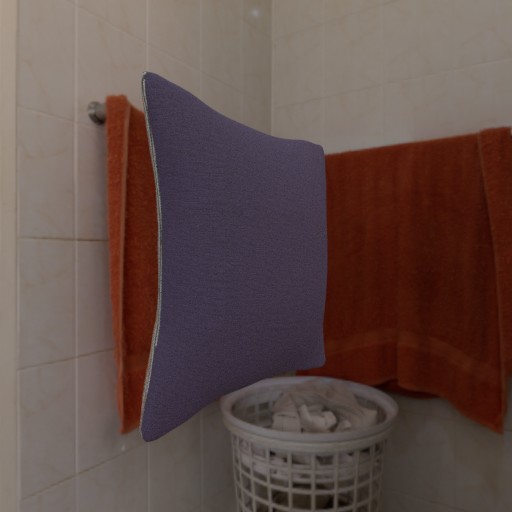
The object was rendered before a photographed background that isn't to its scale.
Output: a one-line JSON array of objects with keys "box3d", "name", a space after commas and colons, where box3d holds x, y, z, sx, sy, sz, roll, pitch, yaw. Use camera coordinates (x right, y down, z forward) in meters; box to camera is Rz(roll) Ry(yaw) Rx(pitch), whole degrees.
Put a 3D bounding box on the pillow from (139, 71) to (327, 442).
[{"box3d": [0.000, 0.000, 0.667, 0.136, 0.419, 0.437, 0, 0, 36], "name": "pillow"}]
